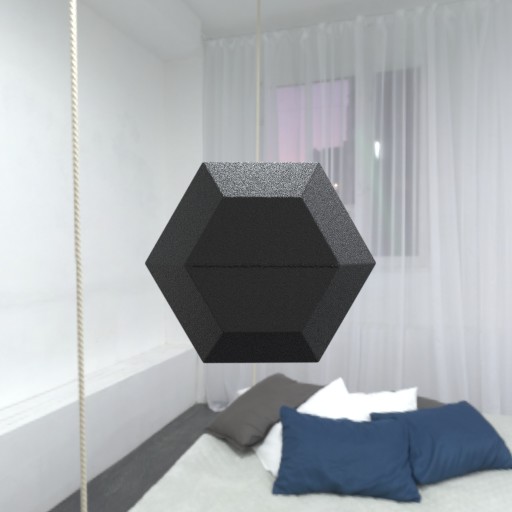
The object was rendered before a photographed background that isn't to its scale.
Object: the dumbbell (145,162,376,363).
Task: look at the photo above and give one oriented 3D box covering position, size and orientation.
[{"bbox_3d":[0.000,0.000,0.422,0.141,0.123,0.356,0,2,-1],"label":"dumbbell"}]
